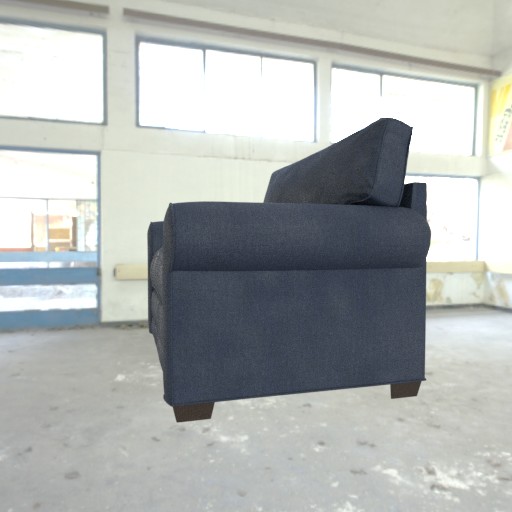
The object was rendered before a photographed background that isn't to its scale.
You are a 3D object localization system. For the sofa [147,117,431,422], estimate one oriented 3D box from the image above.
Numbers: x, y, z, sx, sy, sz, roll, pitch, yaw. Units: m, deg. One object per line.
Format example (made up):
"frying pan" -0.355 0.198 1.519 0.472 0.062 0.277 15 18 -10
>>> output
"sofa" 0.000 0.000 2.063 0.938 1.004 1.405 0 2 -16
